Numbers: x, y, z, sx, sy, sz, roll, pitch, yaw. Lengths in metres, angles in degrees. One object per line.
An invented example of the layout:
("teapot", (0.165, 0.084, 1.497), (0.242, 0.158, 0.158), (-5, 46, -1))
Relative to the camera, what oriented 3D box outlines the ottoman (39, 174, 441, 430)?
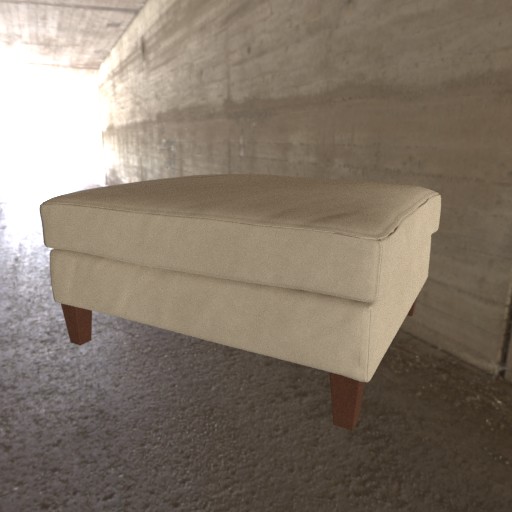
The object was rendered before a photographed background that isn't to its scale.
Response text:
("ottoman", (0.000, 0.000, 1.432), (1.002, 0.492, 0.836), (8, 17, 28))
